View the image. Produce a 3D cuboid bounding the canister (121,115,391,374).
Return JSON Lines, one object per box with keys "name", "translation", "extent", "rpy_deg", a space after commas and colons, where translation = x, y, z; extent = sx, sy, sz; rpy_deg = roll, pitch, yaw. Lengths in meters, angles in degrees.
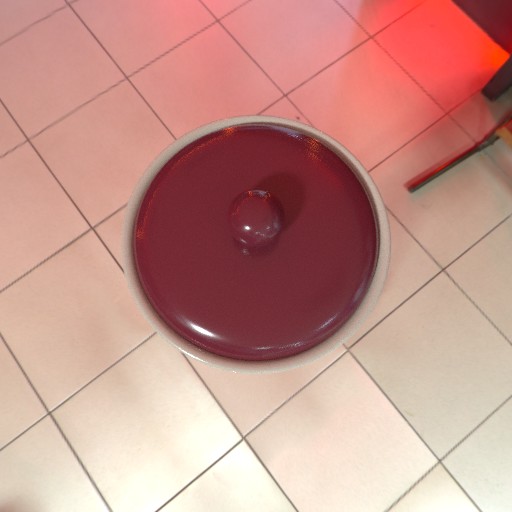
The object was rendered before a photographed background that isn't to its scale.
{"name": "canister", "translation": [0.000, 0.000, 0.355], "extent": [0.182, 0.208, 0.182], "rpy_deg": [0, 75, 0]}
